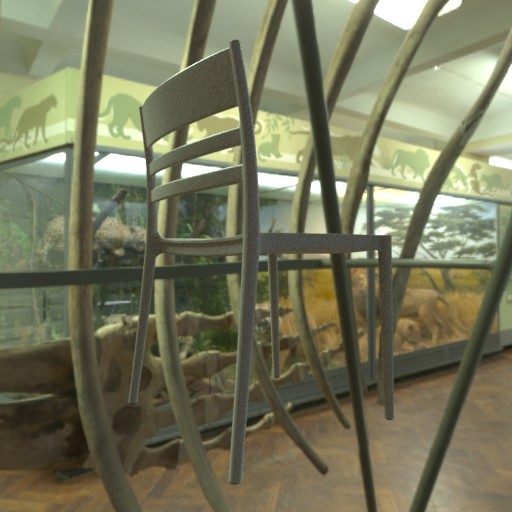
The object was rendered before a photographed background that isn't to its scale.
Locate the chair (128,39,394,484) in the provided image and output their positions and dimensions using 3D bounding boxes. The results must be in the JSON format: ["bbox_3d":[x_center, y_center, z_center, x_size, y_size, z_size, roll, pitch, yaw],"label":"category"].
[{"bbox_3d":[0.000,0.000,1.126,0.511,0.800,0.531,0,1,-36],"label":"chair"}]
